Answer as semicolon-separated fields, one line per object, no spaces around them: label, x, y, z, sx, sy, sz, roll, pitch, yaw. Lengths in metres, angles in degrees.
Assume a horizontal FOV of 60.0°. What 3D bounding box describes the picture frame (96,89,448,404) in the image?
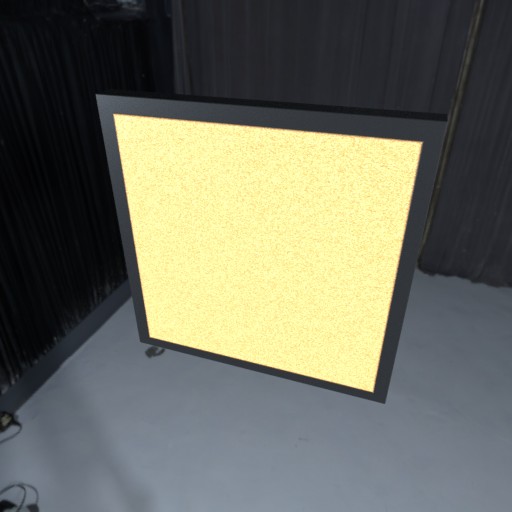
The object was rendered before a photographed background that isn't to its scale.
picture frame;0.000;0.000;0.529;0.355;0.353;0.029;10;33;16
